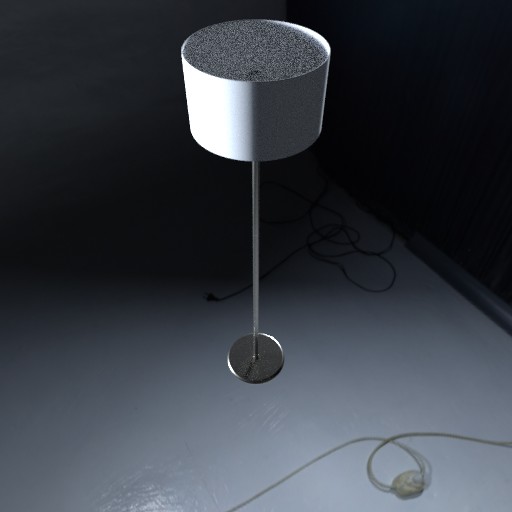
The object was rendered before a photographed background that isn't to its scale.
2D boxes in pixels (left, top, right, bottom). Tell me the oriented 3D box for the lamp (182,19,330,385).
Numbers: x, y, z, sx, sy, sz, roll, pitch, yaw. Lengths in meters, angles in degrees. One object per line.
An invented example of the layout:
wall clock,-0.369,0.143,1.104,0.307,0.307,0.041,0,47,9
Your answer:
lamp,0.000,0.000,1.568,0.347,1.443,0.347,-26,52,-22
